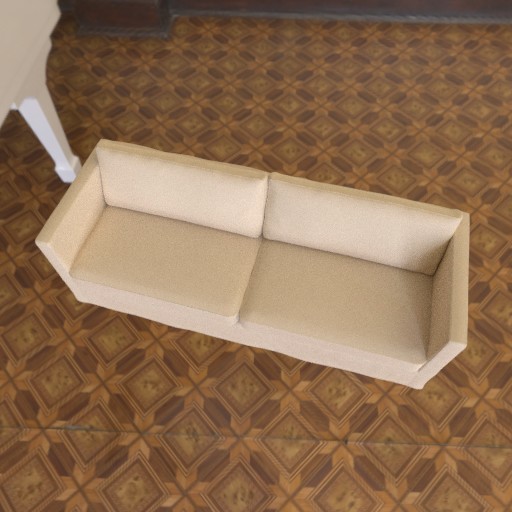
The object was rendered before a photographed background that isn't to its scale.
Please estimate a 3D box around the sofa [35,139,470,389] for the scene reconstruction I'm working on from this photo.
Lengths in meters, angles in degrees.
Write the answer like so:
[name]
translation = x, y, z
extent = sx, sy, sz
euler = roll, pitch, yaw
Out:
[sofa]
translation = 0.000, 0.000, 3.228
extent = 2.779, 0.999, 1.036
euler = 13, 59, 8
